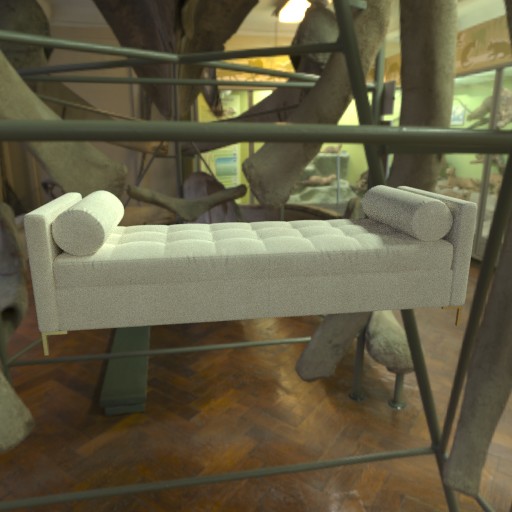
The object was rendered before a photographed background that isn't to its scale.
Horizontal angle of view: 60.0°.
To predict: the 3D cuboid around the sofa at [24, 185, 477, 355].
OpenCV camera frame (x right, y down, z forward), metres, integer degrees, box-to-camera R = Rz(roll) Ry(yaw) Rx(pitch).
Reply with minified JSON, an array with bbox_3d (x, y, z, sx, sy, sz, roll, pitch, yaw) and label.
[{"bbox_3d":[0.000,0.000,2.301,1.981,0.635,0.686,-2,16,-9],"label":"sofa"}]
